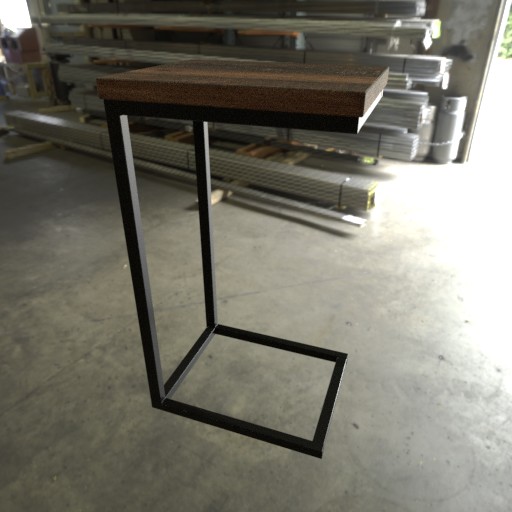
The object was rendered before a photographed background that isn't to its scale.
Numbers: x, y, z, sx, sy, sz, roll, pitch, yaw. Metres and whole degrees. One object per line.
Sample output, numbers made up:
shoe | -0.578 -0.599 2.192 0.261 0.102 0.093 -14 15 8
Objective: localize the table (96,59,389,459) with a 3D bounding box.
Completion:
table | 0.000 0.000 0.929 0.414 0.718 0.323 10 30 17
